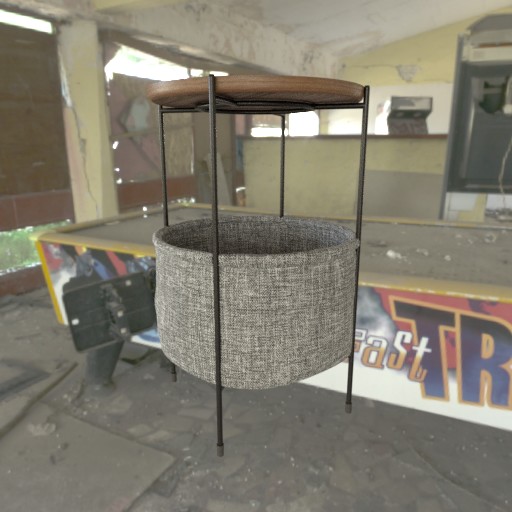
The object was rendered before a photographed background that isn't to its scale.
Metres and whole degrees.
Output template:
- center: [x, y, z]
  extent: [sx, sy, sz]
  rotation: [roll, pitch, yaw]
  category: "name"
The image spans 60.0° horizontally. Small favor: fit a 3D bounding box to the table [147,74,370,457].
- center: [0.000, 0.000, 0.883]
  extent: [0.400, 0.623, 0.400]
  rotation: [-7, 16, -26]
  category: "table"
